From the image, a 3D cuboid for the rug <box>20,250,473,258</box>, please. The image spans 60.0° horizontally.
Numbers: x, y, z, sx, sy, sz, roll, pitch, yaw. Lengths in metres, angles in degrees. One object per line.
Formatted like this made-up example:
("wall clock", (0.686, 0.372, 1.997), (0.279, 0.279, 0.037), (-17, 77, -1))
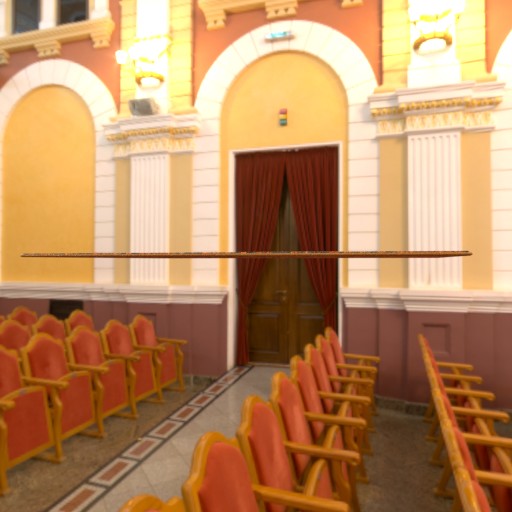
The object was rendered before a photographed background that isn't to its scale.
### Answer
("rug", (0.000, 0.000, 1.062), (0.863, 0.008, 0.557), (0, -1, 18))
